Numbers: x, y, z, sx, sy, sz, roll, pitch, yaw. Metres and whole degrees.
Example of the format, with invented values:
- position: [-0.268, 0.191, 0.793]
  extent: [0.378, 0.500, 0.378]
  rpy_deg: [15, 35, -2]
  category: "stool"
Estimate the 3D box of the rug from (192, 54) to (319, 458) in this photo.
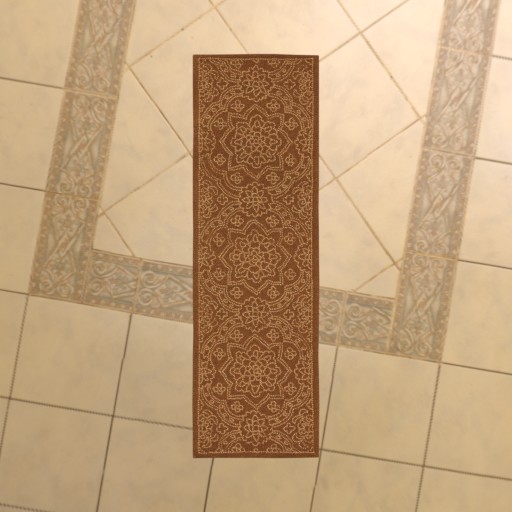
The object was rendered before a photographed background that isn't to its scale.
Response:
- position: [0.000, 0.000, 2.684]
  extent: [0.769, 0.012, 2.448]
  rpy_deg: [0, 90, -1]
  category: "rug"
